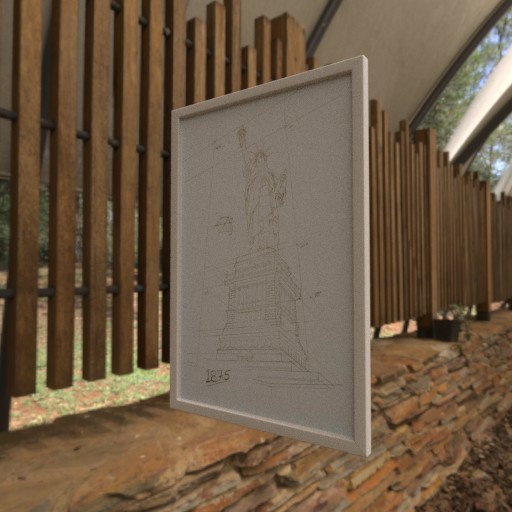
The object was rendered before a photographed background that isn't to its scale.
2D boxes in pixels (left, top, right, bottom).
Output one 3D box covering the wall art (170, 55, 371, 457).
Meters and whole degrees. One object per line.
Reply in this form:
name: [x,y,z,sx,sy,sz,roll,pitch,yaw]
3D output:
wall art: [0.000,0.000,1.063,0.556,0.813,0.026,-1,-2,35]
